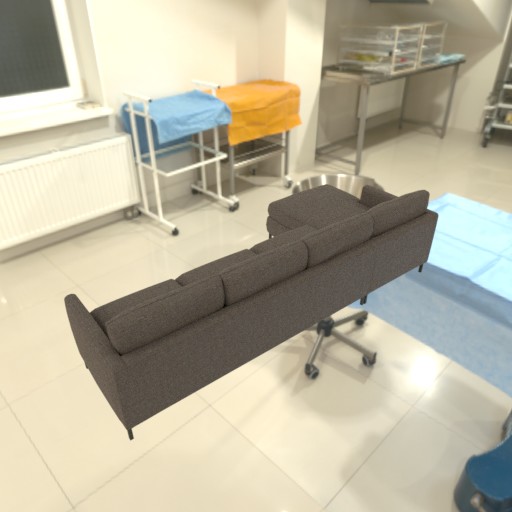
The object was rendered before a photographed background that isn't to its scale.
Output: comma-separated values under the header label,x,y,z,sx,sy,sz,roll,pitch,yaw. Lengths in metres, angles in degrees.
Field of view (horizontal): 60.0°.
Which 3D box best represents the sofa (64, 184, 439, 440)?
label,x,y,z,sx,sy,sz,roll,pitch,yaw
sofa,0.000,0.000,3.290,2.731,0.754,1.258,-23,39,-31
